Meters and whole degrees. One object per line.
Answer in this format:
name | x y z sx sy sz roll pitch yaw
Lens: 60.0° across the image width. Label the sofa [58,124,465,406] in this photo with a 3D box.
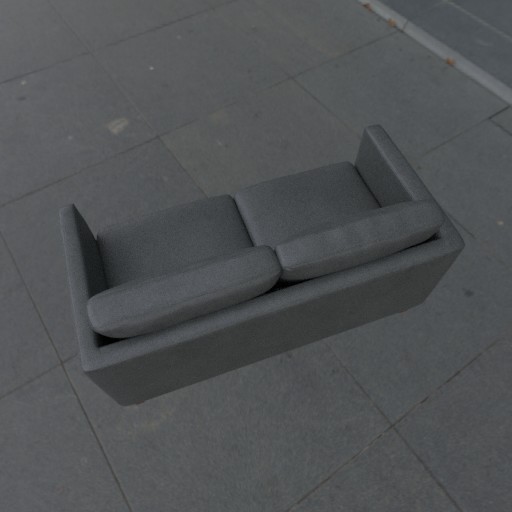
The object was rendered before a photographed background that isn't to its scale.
sofa | 0.000 0.000 2.467 1.883 0.933 0.951 -17 60 -10
